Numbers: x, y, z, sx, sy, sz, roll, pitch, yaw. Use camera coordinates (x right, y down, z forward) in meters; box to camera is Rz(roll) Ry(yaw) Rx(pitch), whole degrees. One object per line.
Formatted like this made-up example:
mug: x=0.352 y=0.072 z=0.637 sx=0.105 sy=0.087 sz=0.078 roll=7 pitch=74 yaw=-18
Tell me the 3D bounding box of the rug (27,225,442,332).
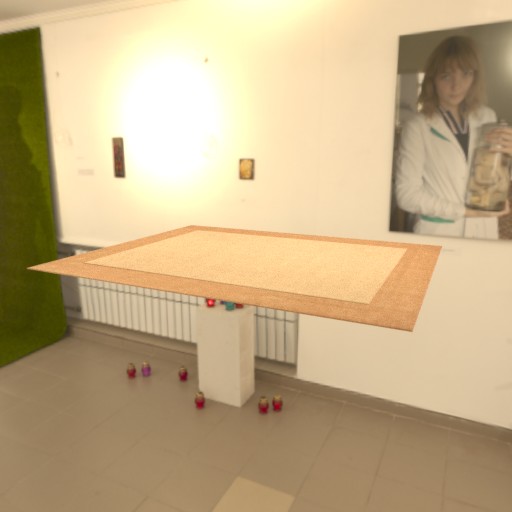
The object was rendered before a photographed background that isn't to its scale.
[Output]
rug: x=0.000 y=0.000 z=4.104 sx=3.048 sy=0.014 sz=2.438 roll=6 pitch=15 yaw=25
